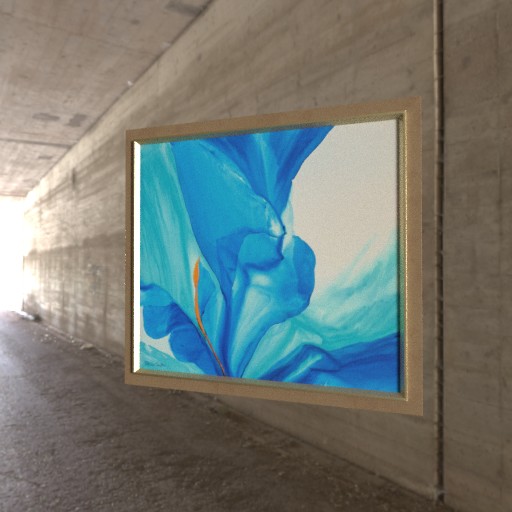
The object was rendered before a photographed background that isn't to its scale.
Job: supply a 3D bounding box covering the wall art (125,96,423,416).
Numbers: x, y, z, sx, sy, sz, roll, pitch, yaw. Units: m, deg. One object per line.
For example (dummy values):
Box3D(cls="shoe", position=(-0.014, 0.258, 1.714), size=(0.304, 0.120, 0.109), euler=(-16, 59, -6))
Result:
Box3D(cls="wall art", position=(0.000, 0.000, 1.667), size=(1.168, 1.067, 0.025), euler=(0, -1, 19))
